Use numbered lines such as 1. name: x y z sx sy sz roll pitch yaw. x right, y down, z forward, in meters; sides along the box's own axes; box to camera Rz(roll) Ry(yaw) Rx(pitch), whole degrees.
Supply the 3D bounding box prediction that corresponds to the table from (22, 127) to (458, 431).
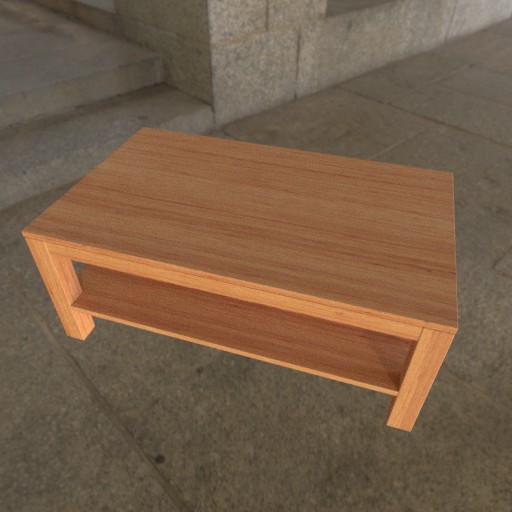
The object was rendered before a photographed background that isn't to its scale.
1. table: 0.000 0.000 1.497 1.146 0.457 0.695 12 42 13
